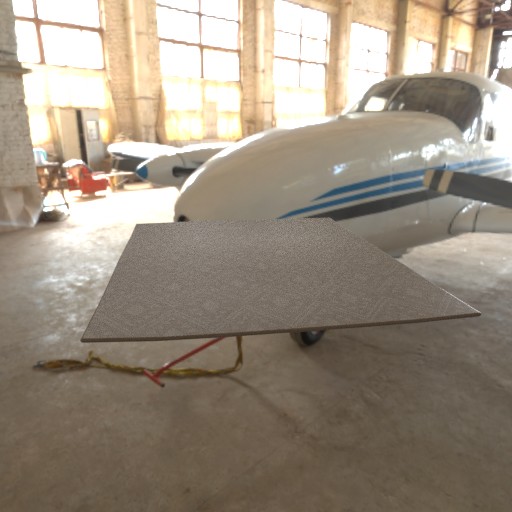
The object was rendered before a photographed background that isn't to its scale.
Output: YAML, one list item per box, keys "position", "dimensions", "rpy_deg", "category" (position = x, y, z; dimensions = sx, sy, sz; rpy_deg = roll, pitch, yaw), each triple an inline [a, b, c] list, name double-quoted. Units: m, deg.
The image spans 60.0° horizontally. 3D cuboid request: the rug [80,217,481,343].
- position: [0.000, 0.000, 3.999]
  dimensions: [2.399, 0.054, 3.011]
  rpy_deg: [-3, 17, -9]
  category: "rug"
